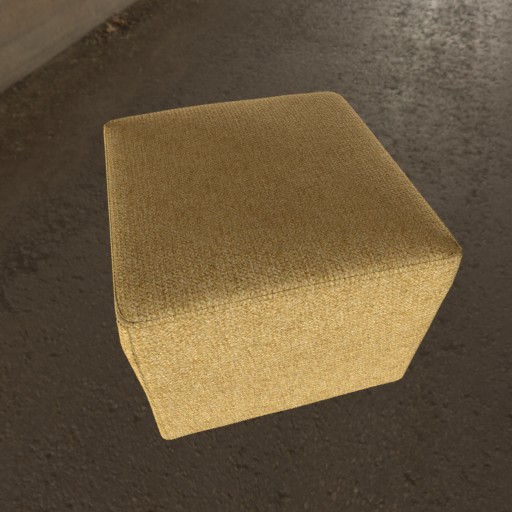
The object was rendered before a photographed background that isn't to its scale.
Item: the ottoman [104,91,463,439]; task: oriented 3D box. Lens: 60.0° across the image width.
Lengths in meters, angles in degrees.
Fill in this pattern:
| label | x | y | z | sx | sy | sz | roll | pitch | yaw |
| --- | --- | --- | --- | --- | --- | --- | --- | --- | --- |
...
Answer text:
| label | x | y | z | sx | sy | sz | roll | pitch | yaw |
| --- | --- | --- | --- | --- | --- | --- | --- | --- | --- |
| ottoman | 0.000 | 0.000 | 0.894 | 0.505 | 0.441 | 0.512 | -11 | 49 | -10 |
